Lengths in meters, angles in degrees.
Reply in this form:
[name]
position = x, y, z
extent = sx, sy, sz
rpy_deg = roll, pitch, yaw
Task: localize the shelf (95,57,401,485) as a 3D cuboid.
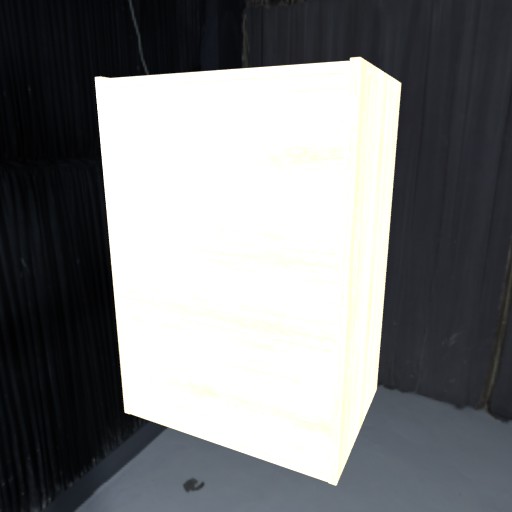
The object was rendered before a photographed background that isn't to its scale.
[shelf]
position = 0.000, 0.000, 0.797
extent = 0.414, 0.592, 0.290
rpy_deg = 7, 17, 25
